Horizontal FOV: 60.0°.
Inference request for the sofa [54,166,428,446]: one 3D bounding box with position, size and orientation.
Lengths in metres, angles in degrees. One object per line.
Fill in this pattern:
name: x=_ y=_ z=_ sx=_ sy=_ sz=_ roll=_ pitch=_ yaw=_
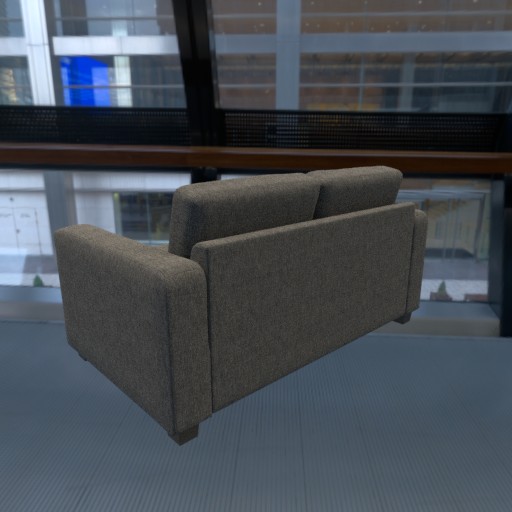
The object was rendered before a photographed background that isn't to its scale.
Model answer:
sofa: x=0.000 y=0.000 z=2.037 sx=1.520 sy=0.800 sz=0.900 roll=-14 pitch=21 yaw=-41
